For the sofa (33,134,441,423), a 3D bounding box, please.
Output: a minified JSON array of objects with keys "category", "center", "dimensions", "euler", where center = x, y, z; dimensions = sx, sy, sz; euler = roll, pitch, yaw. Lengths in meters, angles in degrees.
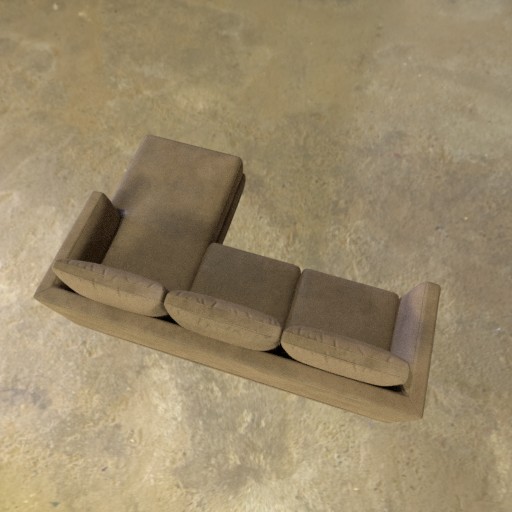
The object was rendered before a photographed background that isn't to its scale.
[{"category":"sofa","center":[0.000,0.000,3.170],"dimensions":[2.438,0.987,1.622],"euler":[16,65,7]}]
